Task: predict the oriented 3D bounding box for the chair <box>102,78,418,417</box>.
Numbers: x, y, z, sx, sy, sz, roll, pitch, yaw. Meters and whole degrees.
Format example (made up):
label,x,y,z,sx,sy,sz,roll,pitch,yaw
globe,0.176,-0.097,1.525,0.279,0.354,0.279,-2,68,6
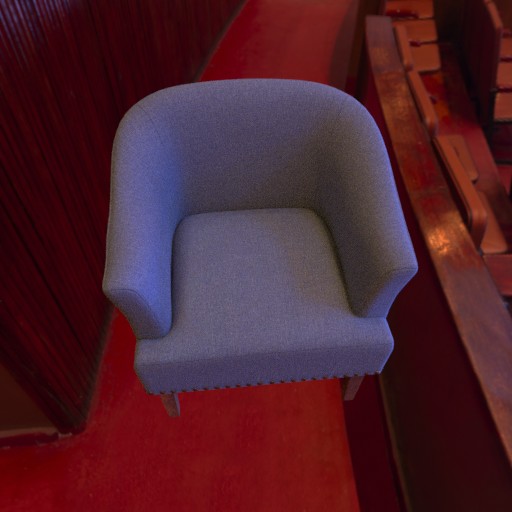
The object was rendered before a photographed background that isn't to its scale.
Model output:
label,x,y,z,sx,sy,sz,roll,pitch,yaw
chair,0.000,0.000,1.387,0.798,0.815,0.704,-4,48,-4
